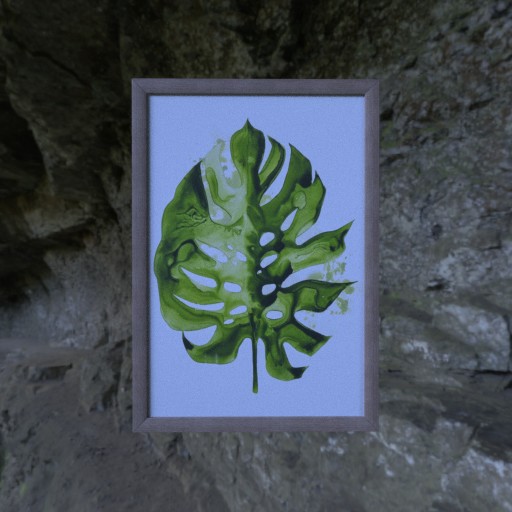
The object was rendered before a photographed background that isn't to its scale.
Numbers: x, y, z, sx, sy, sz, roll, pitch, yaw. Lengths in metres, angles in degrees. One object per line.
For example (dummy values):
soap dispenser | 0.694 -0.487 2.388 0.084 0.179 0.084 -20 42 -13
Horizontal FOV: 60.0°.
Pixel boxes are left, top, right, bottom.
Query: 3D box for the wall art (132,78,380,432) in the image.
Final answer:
wall art | 0.000 0.000 0.654 0.356 0.509 0.031 0 0 -1
